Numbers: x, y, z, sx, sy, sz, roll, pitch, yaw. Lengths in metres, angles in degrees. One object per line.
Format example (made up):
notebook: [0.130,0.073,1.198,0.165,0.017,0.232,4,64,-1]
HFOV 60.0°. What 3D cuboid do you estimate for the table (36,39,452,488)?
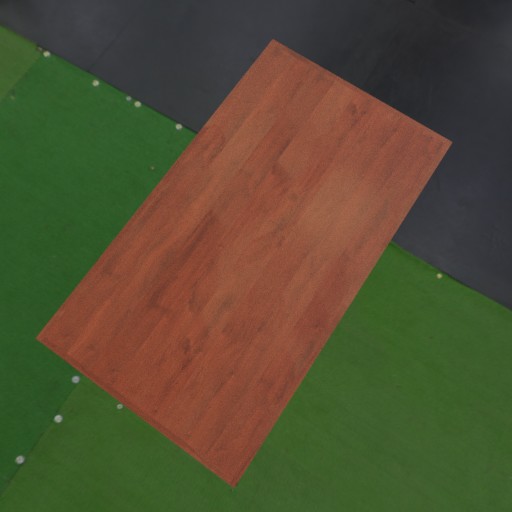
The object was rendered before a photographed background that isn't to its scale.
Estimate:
table: [0.000,0.000,1.396,0.610,0.457,1.067,33,78,8]
